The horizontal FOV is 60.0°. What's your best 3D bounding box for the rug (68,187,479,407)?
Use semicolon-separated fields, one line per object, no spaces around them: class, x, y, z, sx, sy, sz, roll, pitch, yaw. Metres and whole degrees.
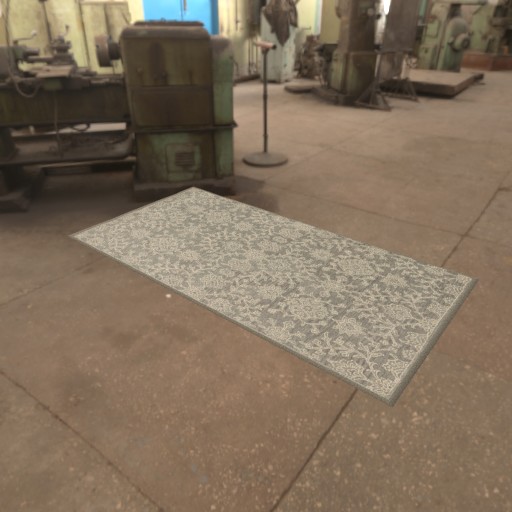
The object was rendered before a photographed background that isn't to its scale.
rug;0.000;0.000;3.630;3.048;0.011;1.546;22;36;33
